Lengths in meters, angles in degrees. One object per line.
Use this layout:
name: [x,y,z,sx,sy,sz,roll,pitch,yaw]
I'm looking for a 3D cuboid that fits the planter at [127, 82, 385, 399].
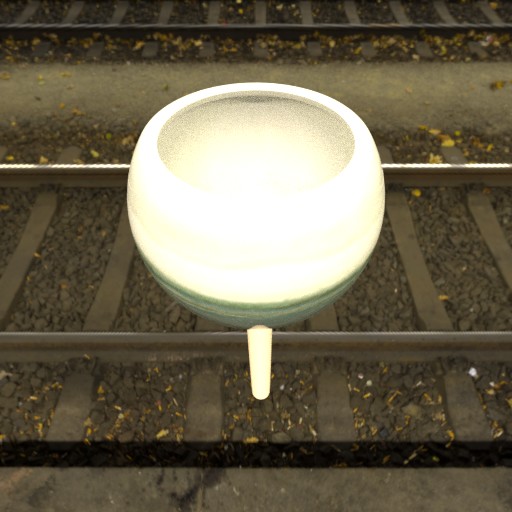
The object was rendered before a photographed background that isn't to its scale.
planter: [0.000,0.000,0.448,0.222,0.278,0.222,0,47,0]
